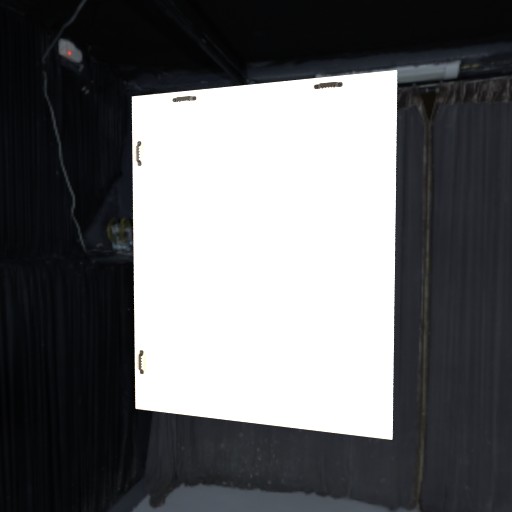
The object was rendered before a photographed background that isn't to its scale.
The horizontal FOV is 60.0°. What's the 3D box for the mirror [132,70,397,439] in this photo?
[{"bbox_3d":[0.000,0.000,0.681,0.406,0.509,0.041,1,2,16],"label":"mirror"}]
